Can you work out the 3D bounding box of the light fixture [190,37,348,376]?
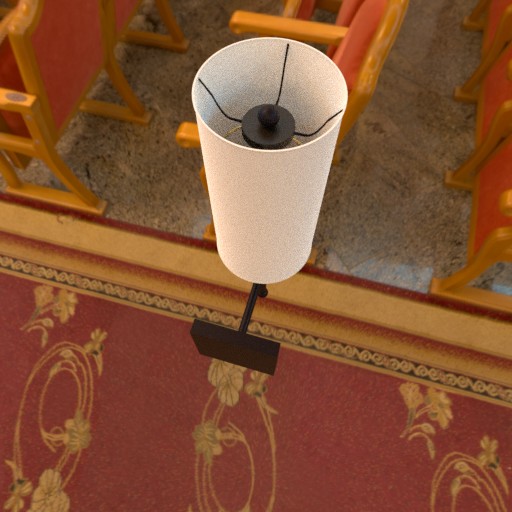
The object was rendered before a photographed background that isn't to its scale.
[{"bbox_3d":[0.000,0.000,0.555,0.128,0.462,0.208,15,65,7],"label":"light fixture"}]
